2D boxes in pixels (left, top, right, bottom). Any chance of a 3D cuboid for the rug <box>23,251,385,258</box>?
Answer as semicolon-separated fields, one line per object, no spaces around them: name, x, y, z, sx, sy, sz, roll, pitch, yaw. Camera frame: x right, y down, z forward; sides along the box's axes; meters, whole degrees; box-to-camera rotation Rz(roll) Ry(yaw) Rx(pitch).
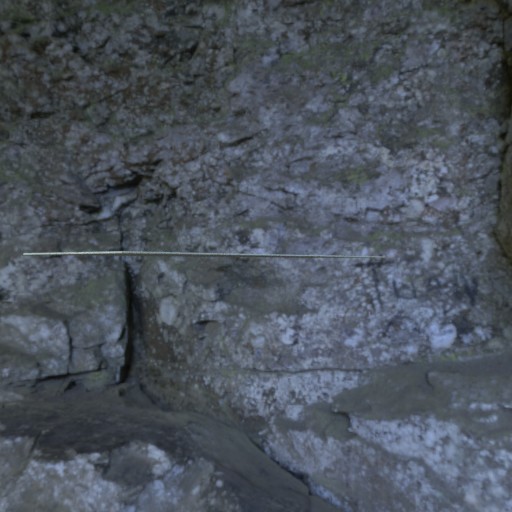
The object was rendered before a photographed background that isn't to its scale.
rug;0.000;0.000;2.684;0.686;0.006;2.437;0;-1;37
